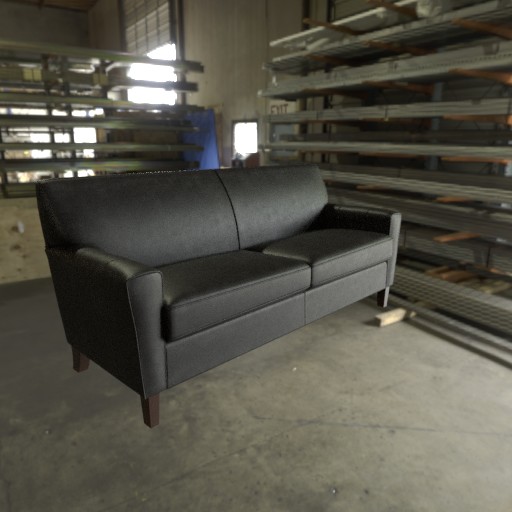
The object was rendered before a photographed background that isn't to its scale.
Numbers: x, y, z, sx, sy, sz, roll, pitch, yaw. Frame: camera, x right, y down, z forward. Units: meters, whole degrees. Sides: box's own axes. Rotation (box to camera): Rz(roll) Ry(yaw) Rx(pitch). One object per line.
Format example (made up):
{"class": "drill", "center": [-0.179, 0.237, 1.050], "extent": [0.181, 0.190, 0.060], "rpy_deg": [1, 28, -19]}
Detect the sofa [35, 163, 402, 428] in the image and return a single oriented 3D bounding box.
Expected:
{"class": "sofa", "center": [0.000, 0.000, 2.537], "extent": [0.805, 0.947, 2.053], "rpy_deg": [14, 20, 43]}
